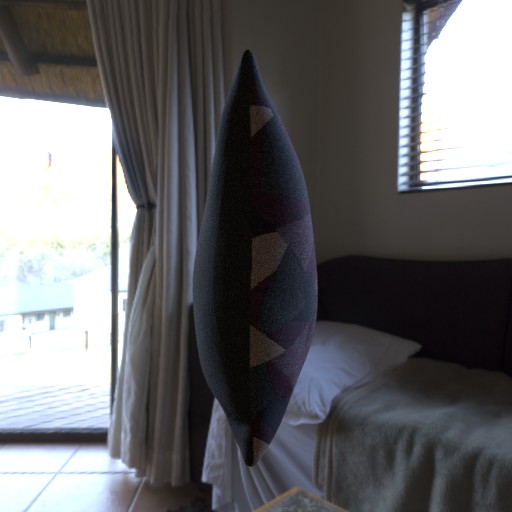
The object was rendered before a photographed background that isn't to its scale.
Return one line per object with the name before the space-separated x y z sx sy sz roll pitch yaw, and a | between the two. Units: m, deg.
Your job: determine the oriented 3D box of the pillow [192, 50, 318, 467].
pillow | 0.000 0.000 0.764 0.208 0.496 0.503 0 0 0
